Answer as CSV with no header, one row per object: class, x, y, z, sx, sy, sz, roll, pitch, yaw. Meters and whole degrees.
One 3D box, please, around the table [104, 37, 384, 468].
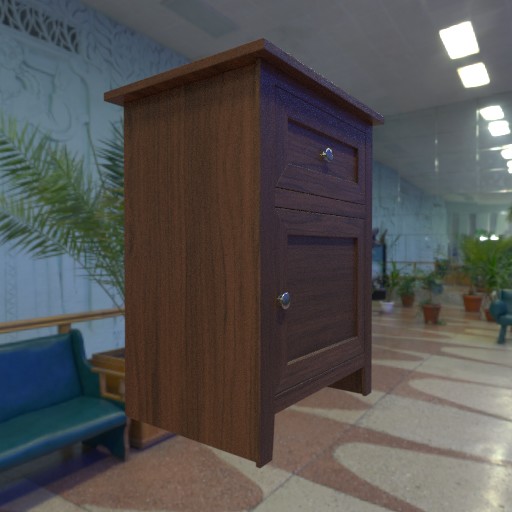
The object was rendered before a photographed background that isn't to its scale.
table,0.000,0.000,0.945,0.381,0.636,0.480,1,1,36
